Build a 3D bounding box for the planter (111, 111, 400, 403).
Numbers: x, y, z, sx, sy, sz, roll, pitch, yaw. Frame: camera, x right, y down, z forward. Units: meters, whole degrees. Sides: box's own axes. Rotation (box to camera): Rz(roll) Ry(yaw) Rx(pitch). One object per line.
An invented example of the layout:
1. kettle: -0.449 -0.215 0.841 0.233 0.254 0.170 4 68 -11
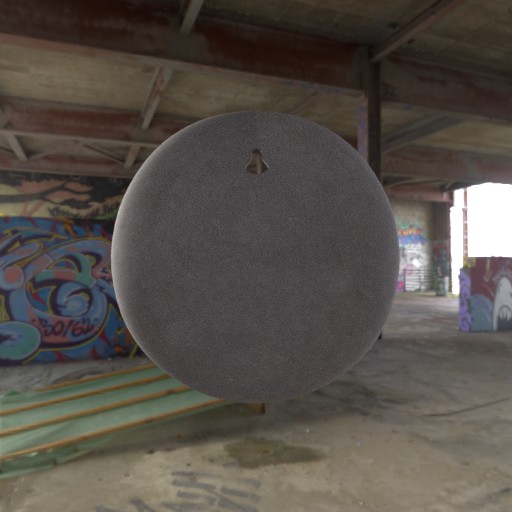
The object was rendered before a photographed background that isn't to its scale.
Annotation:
1. planter: 0.000 0.000 0.286 0.185 0.188 0.071 0 -1 -1
